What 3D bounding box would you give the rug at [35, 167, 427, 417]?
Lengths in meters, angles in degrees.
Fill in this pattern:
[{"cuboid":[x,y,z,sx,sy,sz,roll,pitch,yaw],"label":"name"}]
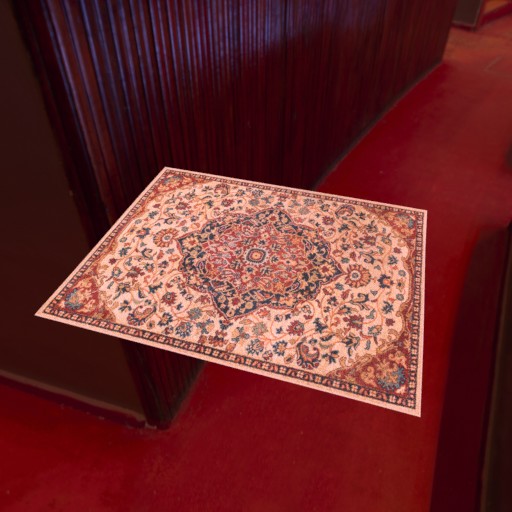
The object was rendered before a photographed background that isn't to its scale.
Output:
[{"cuboid":[0.000,0.000,4.188,3.067,0.005,2.454,12,43,13],"label":"rug"}]
